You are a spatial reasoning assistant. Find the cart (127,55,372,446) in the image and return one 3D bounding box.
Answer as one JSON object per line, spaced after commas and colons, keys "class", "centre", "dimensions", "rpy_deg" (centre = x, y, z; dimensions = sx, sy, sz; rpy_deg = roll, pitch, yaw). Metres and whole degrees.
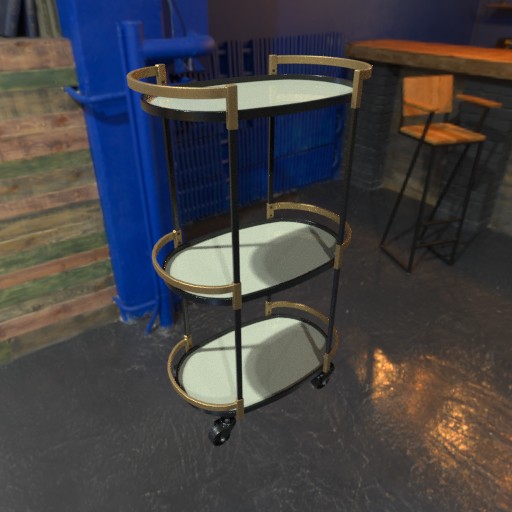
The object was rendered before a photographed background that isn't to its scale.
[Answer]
{"class": "cart", "centre": [0.000, 0.000, 1.119], "dimensions": [0.515, 0.885, 0.311], "rpy_deg": [-19, 36, -29]}
